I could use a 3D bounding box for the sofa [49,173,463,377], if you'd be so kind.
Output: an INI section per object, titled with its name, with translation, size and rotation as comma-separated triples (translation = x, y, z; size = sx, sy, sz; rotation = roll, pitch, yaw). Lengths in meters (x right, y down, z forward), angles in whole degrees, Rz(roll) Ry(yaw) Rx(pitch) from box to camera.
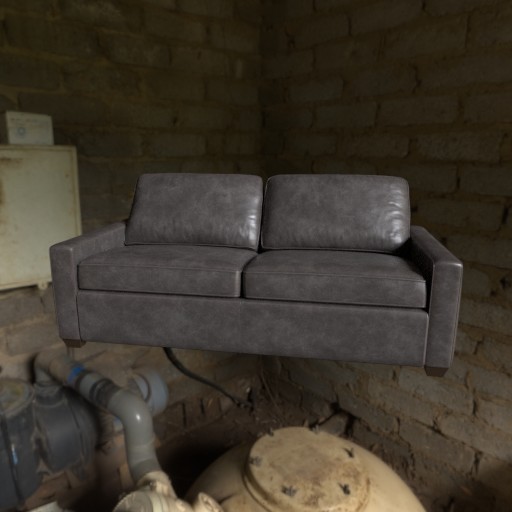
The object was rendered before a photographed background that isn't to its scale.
[sofa]
translation = 0.000, 0.000, 2.618
size = 2.081, 0.916, 0.939
rotation = 2, 14, 9
